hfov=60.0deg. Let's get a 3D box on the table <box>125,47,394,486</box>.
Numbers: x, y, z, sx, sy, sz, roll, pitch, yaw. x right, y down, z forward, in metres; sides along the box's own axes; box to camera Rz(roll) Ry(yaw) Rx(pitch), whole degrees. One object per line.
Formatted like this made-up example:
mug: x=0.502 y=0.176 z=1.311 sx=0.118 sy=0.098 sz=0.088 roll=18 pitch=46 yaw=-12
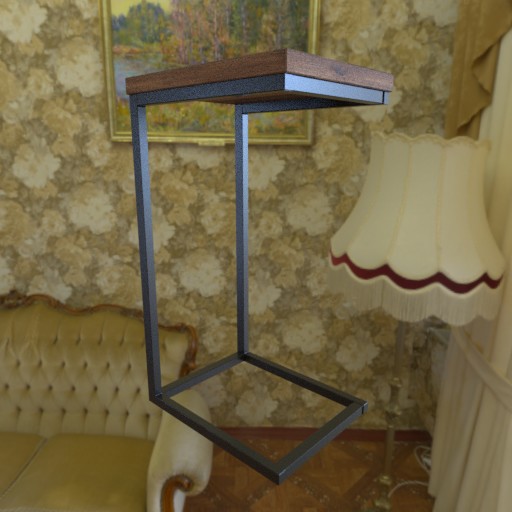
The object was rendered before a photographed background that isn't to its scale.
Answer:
table: x=0.000 y=0.000 z=0.945 sx=0.414 sy=0.718 sz=0.323 roll=13 pitch=19 yaw=41
